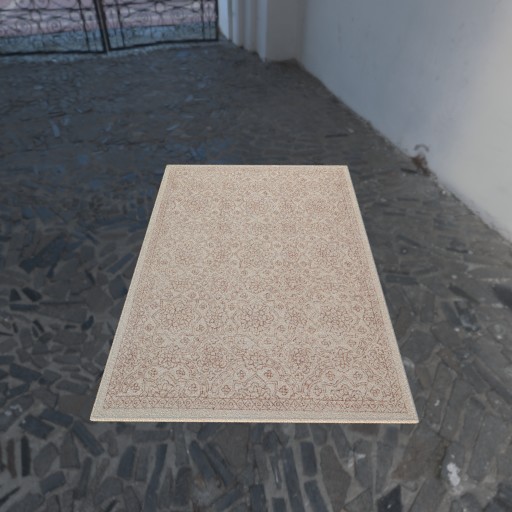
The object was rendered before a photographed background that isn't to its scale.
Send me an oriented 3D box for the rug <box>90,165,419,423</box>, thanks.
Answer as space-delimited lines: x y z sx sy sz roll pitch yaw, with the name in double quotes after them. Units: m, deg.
0.000 0.000 2.316 1.219 0.010 1.829 0 42 0 "rug"
